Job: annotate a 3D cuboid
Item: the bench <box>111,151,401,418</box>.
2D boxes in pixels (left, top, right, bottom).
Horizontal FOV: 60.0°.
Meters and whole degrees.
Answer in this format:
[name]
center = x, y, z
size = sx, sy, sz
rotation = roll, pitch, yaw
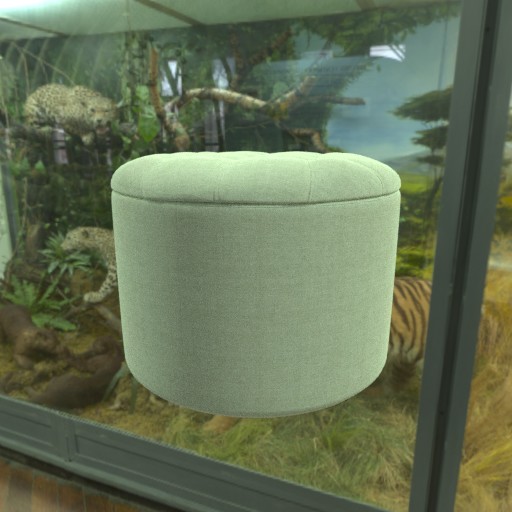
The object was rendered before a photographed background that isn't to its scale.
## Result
[bench]
center = 0.000, 0.000, 0.998
size = 0.600, 0.453, 0.600
rotation = 0, 15, 0
